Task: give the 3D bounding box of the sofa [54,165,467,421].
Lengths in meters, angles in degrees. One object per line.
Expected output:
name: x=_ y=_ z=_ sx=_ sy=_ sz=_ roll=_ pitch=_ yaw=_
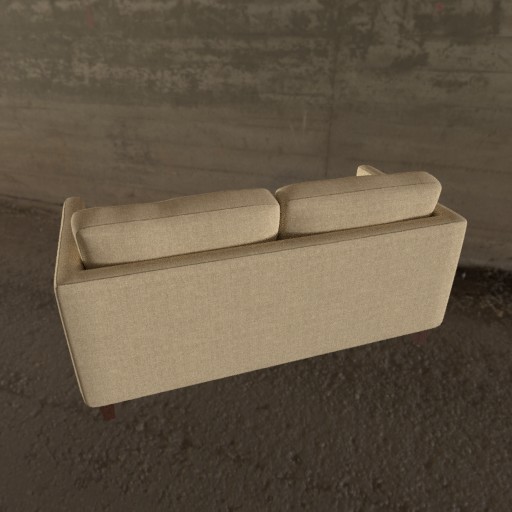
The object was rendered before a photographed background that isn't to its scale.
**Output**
sofa: x=0.000 y=0.000 z=2.384 sx=1.884 sy=0.963 sz=0.950 roll=-9 pitch=30 yaw=-16
